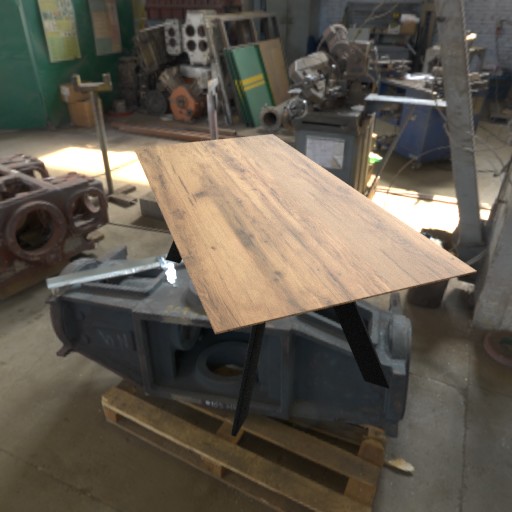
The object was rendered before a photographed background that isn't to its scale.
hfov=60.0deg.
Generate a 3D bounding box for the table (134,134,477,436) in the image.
[{"bbox_3d":[0.000,0.000,2.490,1.000,0.770,2.000,-11,32,-17],"label":"table"}]
